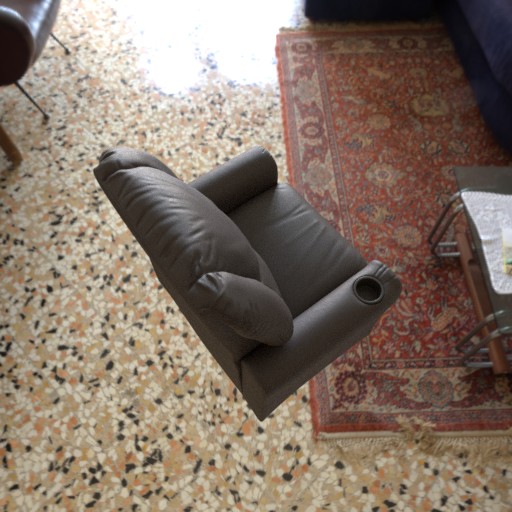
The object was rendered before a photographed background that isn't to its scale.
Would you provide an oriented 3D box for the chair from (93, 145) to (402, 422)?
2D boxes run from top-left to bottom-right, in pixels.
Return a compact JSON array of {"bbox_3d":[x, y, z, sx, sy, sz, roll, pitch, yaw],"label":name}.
[{"bbox_3d":[0.000,0.000,1.140,0.521,0.709,0.610,-33,64,-18],"label":"chair"}]
